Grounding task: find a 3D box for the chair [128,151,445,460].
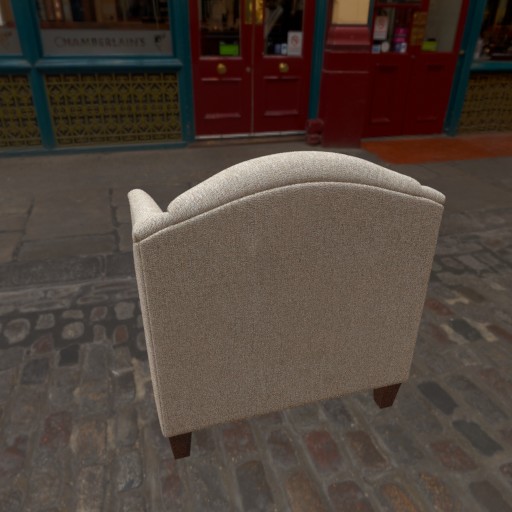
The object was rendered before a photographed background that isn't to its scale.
[{"bbox_3d":[0.000,0.000,1.454,0.763,0.839,0.787,-8,28,-15],"label":"chair"}]
